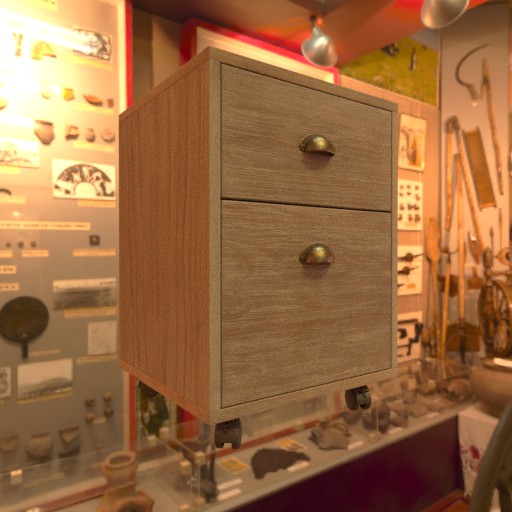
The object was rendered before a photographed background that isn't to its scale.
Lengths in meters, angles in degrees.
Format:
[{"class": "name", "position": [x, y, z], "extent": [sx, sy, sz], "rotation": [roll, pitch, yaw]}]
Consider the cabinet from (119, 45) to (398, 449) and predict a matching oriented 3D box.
[{"class": "cabinet", "position": [0.000, 0.000, 0.869], "extent": [0.409, 0.579, 0.401], "rotation": [0, 1, -35]}]
